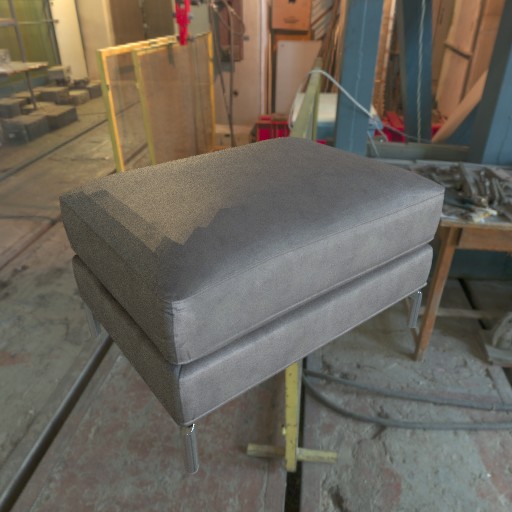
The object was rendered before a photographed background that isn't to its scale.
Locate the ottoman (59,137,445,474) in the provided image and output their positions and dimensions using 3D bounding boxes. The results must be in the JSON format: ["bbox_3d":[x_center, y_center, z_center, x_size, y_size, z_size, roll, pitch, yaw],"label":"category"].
[{"bbox_3d":[0.000,0.000,1.061,0.719,0.456,0.520,-21,36,-32],"label":"ottoman"}]
